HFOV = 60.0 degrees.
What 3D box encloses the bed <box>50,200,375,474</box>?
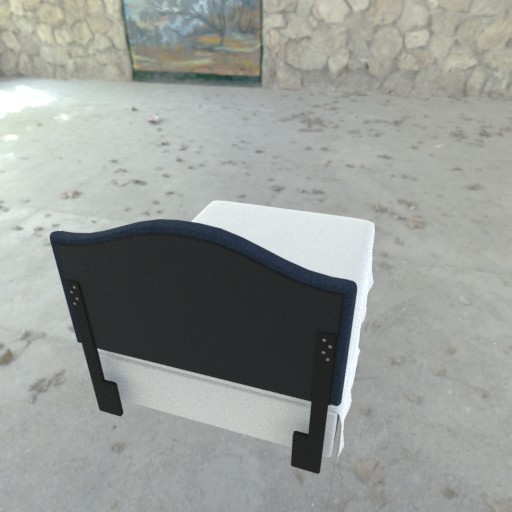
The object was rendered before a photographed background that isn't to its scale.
[{"bbox_3d":[0.000,0.000,3.307,1.725,1.518,2.153,9,32,15],"label":"bed"}]
